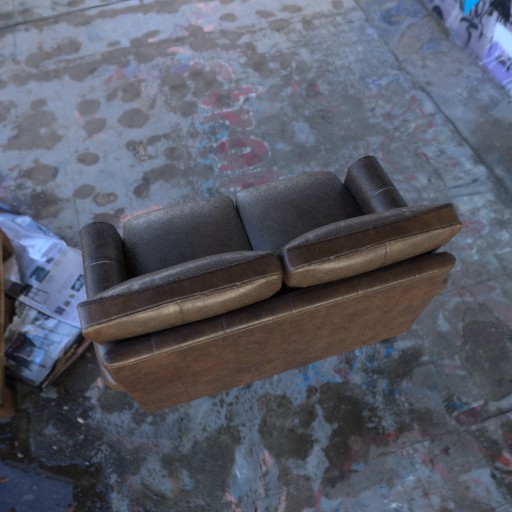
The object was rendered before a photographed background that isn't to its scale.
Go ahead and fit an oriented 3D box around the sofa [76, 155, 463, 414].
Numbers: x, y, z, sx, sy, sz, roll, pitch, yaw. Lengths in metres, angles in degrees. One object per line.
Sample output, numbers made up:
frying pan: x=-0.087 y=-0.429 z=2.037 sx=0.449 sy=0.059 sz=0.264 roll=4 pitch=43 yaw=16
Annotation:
sofa: x=0.000 y=0.000 z=2.203 sx=1.616 sy=0.976 sz=0.990 roll=-15 pitch=59 yaw=-9
